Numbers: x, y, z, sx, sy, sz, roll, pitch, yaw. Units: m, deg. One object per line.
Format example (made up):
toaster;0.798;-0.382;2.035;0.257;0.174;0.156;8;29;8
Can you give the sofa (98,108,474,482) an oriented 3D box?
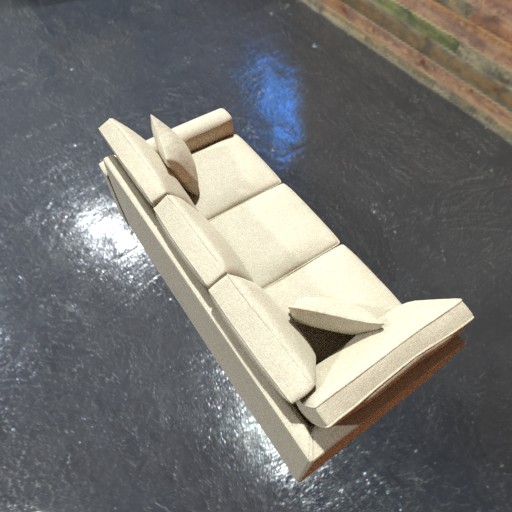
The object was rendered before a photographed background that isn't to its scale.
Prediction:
sofa;0.000;0.000;2.794;1.053;0.948;2.323;-30;62;-18
